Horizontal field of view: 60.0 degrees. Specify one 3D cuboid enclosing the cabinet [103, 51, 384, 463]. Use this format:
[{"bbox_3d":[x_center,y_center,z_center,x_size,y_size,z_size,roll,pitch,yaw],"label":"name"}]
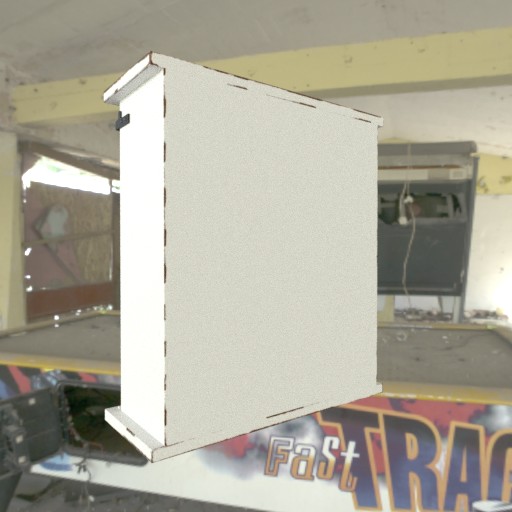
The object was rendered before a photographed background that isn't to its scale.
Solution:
[{"bbox_3d":[0.000,0.000,0.893,0.541,0.603,0.210,-1,1,-37],"label":"cabinet"}]
